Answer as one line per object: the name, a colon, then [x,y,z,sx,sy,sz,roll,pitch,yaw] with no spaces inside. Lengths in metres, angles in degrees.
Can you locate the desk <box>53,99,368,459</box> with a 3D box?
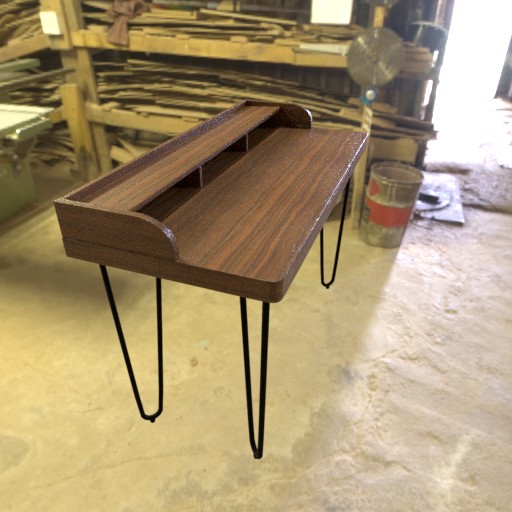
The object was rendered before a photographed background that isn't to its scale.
desk: [0.000,0.000,1.652,0.565,0.854,1.200,11,33,18]
